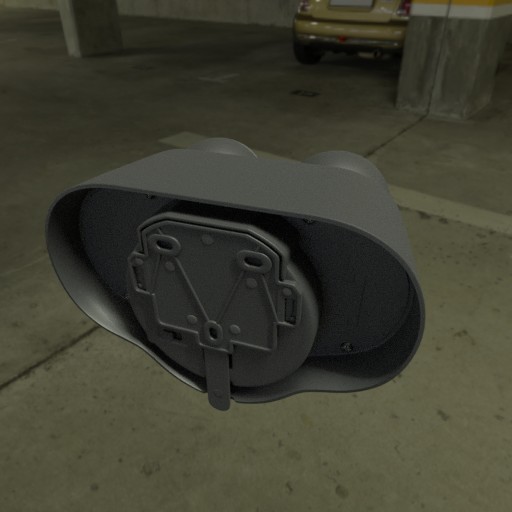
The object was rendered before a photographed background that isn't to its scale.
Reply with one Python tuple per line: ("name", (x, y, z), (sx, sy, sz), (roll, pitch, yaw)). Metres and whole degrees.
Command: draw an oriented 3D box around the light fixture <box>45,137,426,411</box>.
("light fixture", (0.000, 0.000, 0.325), (0.229, 0.159, 0.159), (10, 34, 16))
